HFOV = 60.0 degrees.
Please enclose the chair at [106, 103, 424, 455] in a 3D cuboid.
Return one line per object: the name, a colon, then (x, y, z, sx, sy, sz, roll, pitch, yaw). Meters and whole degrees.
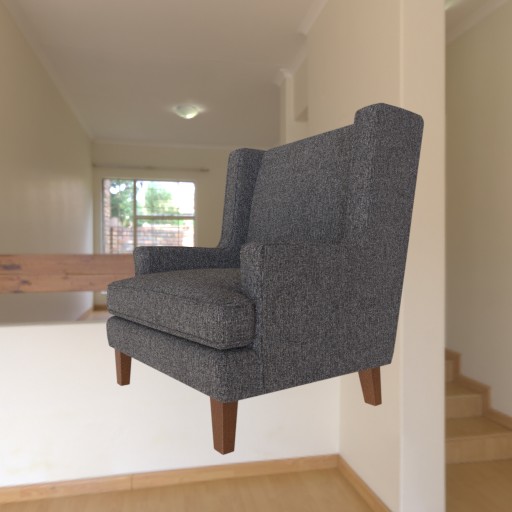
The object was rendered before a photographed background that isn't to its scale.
chair: (0.000, 0.000, 1.793, 0.927, 1.082, 0.942, 0, 0, -37)
